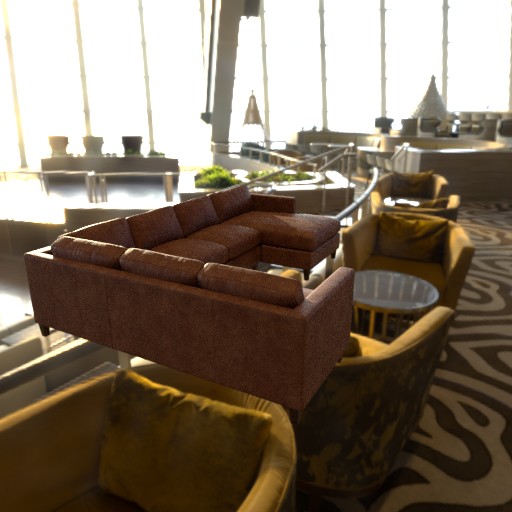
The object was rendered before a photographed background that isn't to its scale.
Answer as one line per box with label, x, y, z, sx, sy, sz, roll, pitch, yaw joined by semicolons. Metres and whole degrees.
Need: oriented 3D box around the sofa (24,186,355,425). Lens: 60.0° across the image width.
sofa;0.000;0.000;4.460;2.452;0.888;3.324;10;20;27
